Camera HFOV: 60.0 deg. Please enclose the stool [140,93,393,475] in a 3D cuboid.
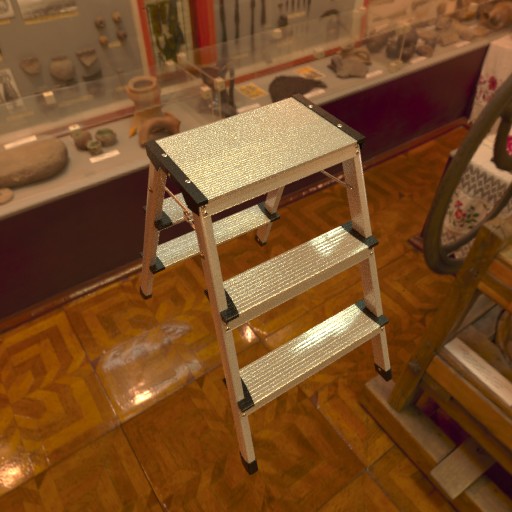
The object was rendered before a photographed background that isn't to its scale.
[{"bbox_3d":[0.000,0.000,1.016,0.437,0.605,0.622,-25,51,-22],"label":"stool"}]
